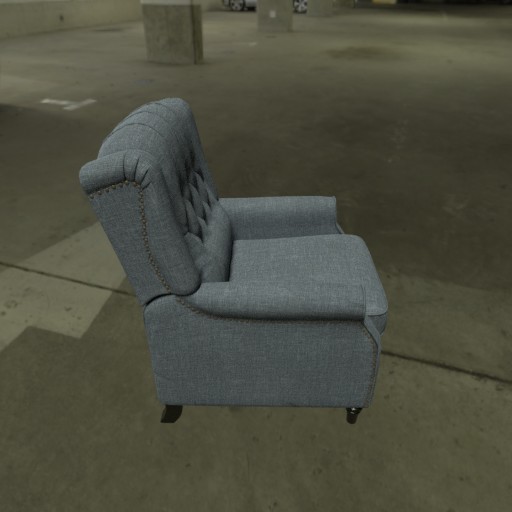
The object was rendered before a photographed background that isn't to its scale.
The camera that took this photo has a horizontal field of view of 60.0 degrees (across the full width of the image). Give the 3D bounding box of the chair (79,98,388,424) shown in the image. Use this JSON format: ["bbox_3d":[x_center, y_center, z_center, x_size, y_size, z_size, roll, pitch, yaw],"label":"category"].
[{"bbox_3d":[0.000,0.000,1.615,0.898,1.035,0.742,1,32,1],"label":"chair"}]
